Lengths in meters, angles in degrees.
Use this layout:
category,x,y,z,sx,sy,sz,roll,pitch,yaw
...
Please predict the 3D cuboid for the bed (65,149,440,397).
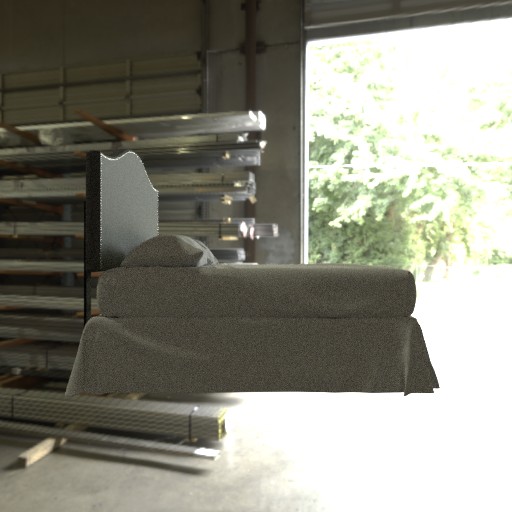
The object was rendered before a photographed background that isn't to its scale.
category,x,y,z,sx,sy,sz,roll,pitch,yaw
bed,0.000,0.000,3.482,2.221,1.645,1.876,0,0,0
